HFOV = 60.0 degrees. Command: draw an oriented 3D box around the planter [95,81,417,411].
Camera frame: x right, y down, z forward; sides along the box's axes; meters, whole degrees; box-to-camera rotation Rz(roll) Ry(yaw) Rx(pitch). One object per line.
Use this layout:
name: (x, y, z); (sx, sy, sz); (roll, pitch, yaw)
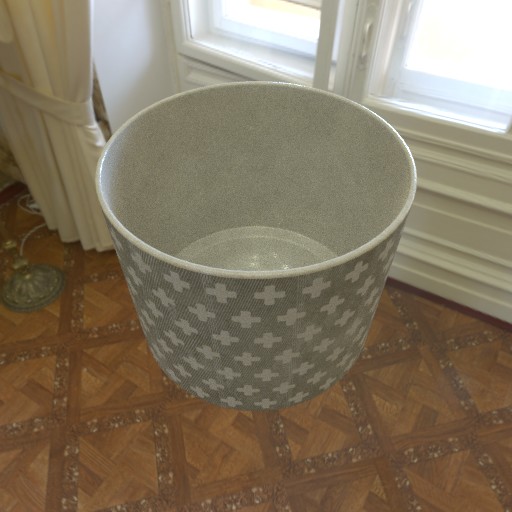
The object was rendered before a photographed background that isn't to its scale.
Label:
planter: (0.000, 0.000, 0.335); (0.190, 0.181, 0.190); (0, 48, 0)
